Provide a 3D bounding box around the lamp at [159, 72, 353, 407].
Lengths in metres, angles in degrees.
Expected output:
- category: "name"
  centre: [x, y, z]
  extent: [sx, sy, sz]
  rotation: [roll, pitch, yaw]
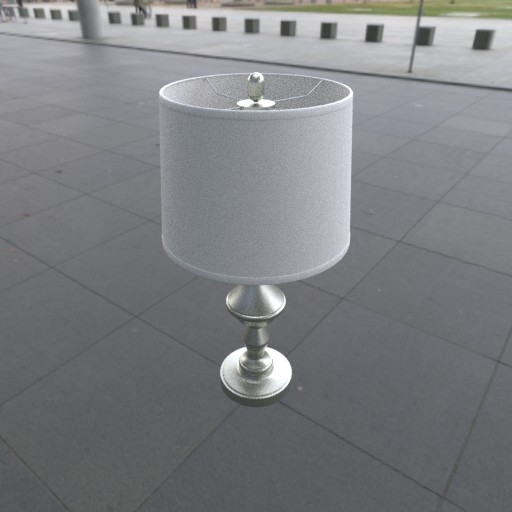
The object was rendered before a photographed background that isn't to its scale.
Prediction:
- category: "lamp"
  centre: [0.000, 0.000, 0.947]
  extent: [0.383, 0.733, 0.383]
  rotation: [0, 31, 0]
